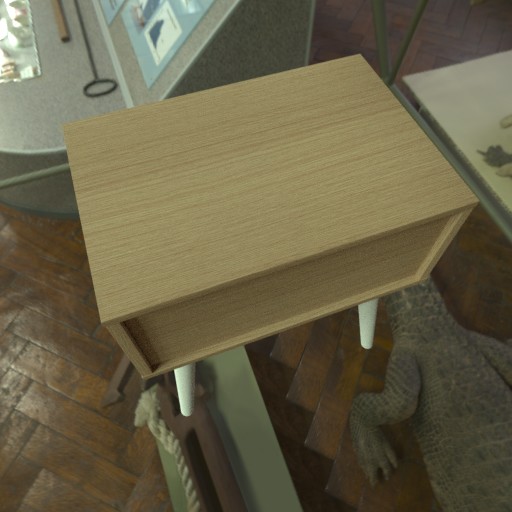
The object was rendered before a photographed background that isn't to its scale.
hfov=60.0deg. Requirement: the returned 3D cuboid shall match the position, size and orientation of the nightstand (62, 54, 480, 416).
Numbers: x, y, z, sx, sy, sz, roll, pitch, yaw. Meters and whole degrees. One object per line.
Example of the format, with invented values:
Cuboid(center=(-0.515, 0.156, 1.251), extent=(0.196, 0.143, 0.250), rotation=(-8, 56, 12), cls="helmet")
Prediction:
Cuboid(center=(0.000, 0.000, 0.977), extent=(0.571, 0.610, 0.407), rotation=(-17, 60, -11), cls="nightstand")
